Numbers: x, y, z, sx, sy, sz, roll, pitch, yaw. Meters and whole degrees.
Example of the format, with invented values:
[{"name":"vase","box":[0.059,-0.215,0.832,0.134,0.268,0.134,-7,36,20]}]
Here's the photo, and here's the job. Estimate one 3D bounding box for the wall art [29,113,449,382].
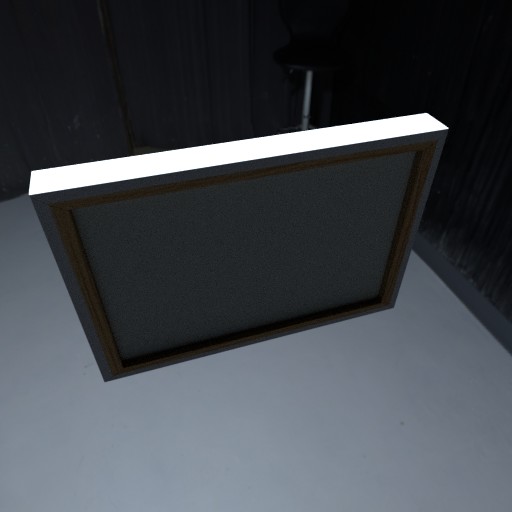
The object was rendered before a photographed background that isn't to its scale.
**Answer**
[{"name":"wall art","box":[0.000,0.000,0.485,0.381,0.259,0.038,-12,43,-13]}]
